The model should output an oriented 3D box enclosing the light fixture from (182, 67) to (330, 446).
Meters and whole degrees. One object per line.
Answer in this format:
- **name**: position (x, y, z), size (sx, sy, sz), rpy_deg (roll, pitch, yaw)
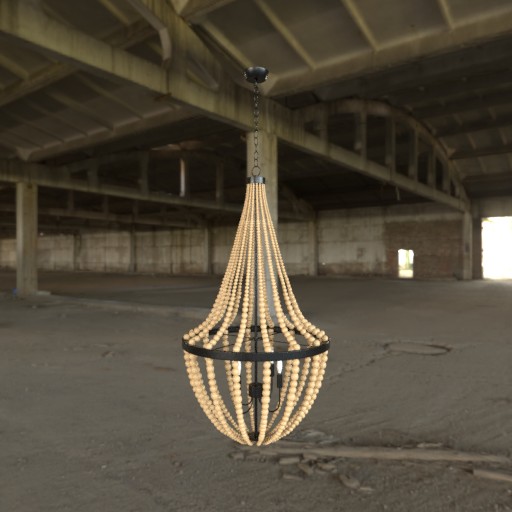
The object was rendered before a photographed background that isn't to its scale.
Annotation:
- **light fixture**: position (0.000, 0.000, 1.366), size (0.450, 1.133, 0.450), rpy_deg (0, 0, 0)
